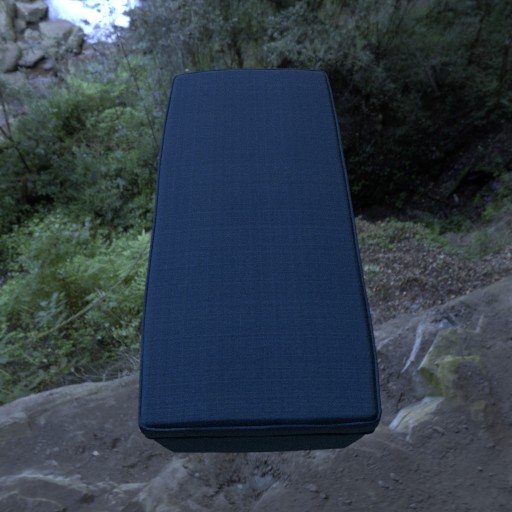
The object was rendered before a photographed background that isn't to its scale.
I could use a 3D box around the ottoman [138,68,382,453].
[{"bbox_3d":[0.000,0.000,1.179,0.474,0.474,0.943,-1,61,-1],"label":"ottoman"}]
